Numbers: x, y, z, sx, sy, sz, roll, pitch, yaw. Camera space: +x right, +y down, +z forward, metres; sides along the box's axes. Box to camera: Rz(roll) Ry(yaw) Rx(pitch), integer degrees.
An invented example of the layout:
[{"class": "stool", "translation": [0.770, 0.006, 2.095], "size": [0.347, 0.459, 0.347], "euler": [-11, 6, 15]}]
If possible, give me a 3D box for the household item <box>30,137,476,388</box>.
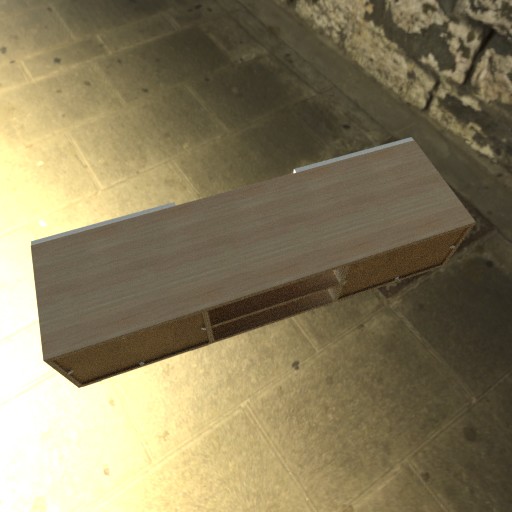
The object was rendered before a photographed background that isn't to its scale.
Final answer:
[{"class": "household item", "translation": [0.000, 0.000, 1.582], "size": [1.400, 0.310, 0.420], "euler": [-17, 60, -10]}]
